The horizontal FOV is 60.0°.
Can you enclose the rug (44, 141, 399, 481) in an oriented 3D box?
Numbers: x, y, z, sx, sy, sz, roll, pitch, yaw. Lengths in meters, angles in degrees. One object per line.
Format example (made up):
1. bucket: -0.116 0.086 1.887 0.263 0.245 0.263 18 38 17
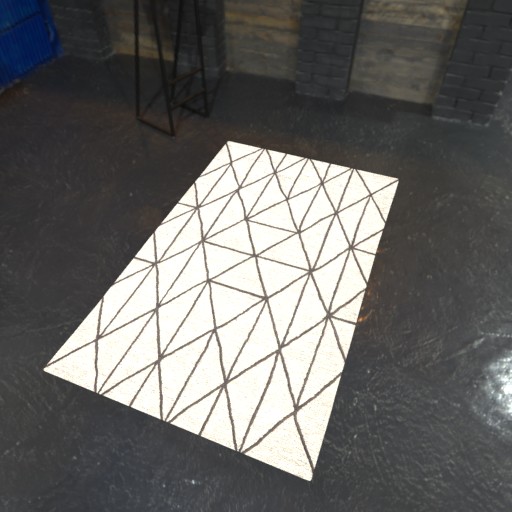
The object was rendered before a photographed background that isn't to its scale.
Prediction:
1. rug: 0.000 0.000 3.019 1.526 0.008 2.465 16 49 15
